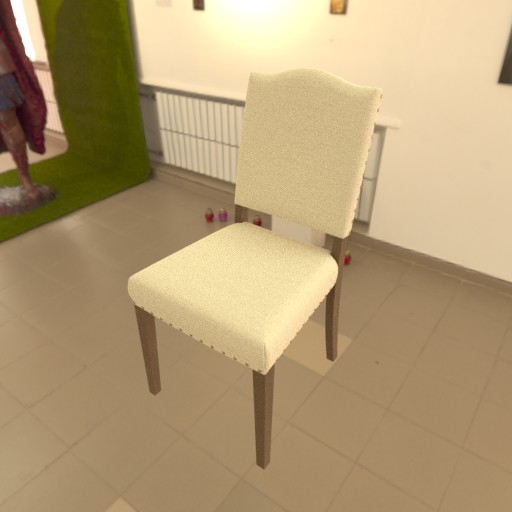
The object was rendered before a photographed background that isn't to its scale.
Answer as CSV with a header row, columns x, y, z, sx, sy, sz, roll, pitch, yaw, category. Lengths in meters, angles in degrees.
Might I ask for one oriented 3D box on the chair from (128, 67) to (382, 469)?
x,y,z,sx,sy,sz,roll,pitch,yaw,category
0.000,0.000,1.374,0.508,1.015,0.619,21,38,30,chair
